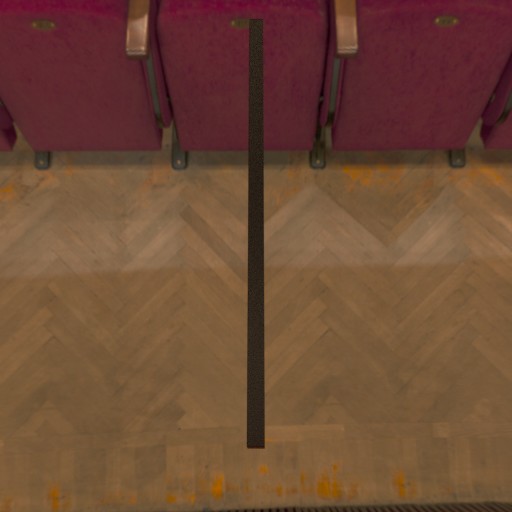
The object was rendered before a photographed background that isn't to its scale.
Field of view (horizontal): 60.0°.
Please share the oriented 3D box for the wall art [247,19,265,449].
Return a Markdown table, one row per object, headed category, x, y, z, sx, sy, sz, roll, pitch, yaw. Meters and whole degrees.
| category | x | y | z | sx | sy | sz | roll | pitch | yaw |
| --- | --- | --- | --- | --- | --- | --- | --- | --- | --- |
| wall art | 0.000 | 0.000 | 0.728 | 0.018 | 0.450 | 0.521 | 0 | 75 | 0 |
